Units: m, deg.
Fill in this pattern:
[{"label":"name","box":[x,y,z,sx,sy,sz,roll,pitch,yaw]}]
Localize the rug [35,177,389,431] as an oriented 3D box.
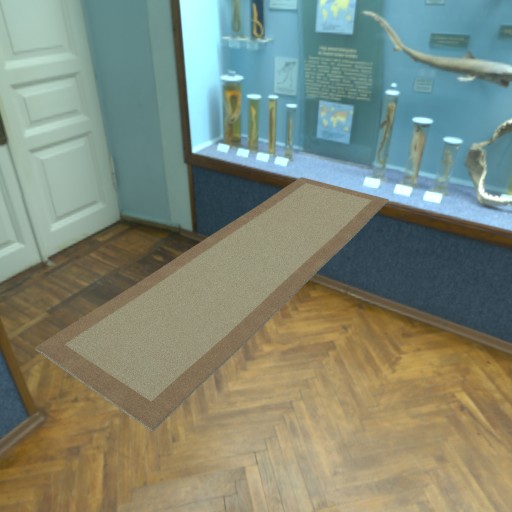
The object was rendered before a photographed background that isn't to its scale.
[{"label":"rug","box":[0.000,0.000,2.670,0.767,0.012,2.430,21,38,29]}]
